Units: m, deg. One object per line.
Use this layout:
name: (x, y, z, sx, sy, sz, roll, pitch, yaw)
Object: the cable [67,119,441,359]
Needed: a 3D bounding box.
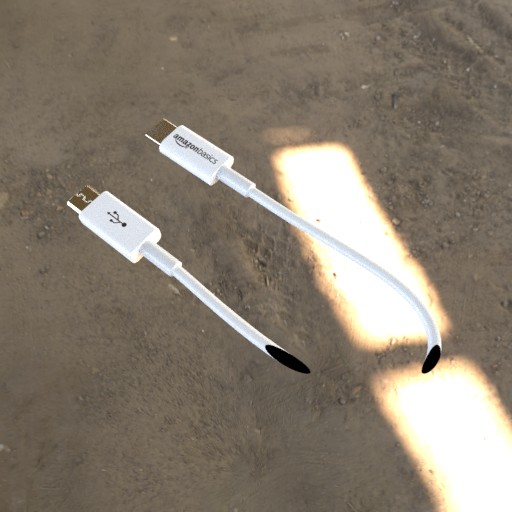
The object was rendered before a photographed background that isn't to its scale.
cable: (0.000, 0.000, 0.112, 0.098, 0.006, 0.040, 35, 69, 16)
